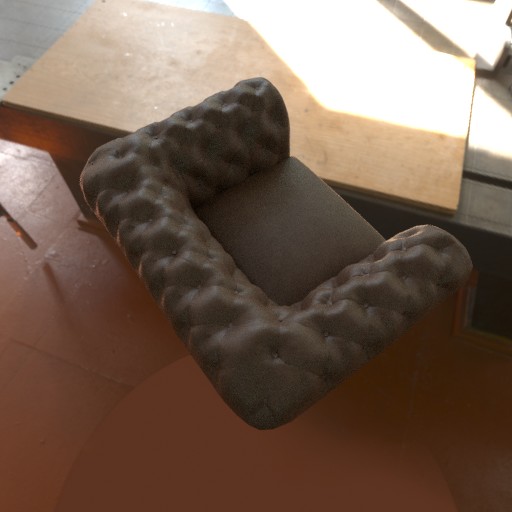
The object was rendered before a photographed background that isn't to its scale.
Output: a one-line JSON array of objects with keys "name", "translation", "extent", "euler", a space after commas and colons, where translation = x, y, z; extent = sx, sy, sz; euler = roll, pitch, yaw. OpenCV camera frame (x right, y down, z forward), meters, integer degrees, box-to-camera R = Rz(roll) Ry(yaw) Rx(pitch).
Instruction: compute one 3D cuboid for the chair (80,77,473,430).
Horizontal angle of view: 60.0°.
[{"name": "chair", "translation": [0.000, 0.000, 1.881], "extent": [0.954, 0.784, 1.298], "euler": [-32, 63, -19]}]
